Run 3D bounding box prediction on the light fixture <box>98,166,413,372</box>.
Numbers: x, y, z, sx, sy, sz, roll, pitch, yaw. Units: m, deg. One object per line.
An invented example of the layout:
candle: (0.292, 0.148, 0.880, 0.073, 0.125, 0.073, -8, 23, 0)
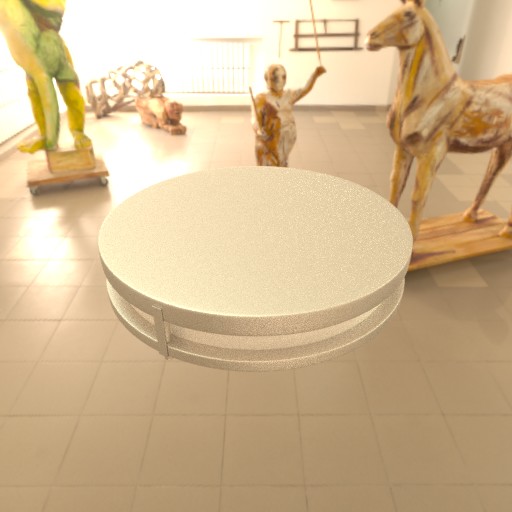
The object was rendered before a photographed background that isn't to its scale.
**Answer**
light fixture: (0.000, 0.000, 0.546, 0.356, 0.102, 0.356, 0, 32, 0)
